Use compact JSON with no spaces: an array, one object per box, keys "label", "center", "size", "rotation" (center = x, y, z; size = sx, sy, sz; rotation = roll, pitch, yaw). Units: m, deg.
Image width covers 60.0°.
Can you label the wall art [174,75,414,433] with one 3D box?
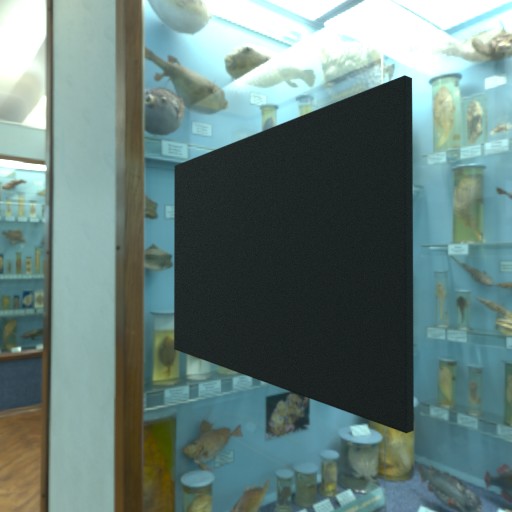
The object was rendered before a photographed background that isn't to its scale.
[{"label":"wall art","center":[0.000,0.000,1.205],"size":[0.026,0.656,0.958],"rotation":[1,-1,-36]}]
